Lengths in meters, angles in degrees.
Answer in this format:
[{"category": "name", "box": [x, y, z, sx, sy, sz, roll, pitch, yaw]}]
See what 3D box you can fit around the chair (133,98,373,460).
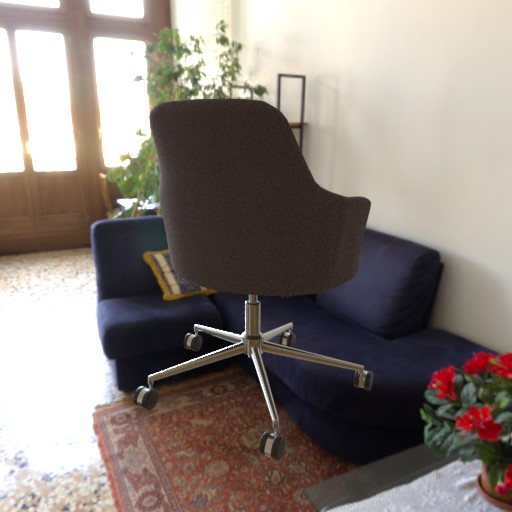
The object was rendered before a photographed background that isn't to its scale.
[{"category": "chair", "box": [0.000, 0.000, 1.278, 0.655, 0.820, 0.600, 8, 17, 26]}]
